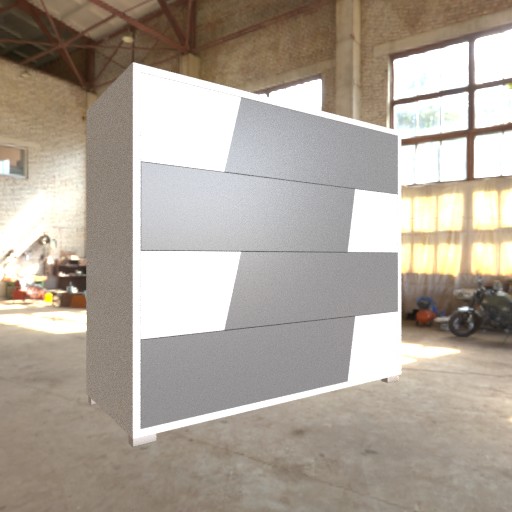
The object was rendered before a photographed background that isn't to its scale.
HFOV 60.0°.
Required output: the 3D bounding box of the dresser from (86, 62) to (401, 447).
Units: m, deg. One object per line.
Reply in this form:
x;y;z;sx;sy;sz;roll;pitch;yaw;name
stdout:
0.000;0.000;1.647;1.100;1.000;0.460;0;0;-35;dresser
